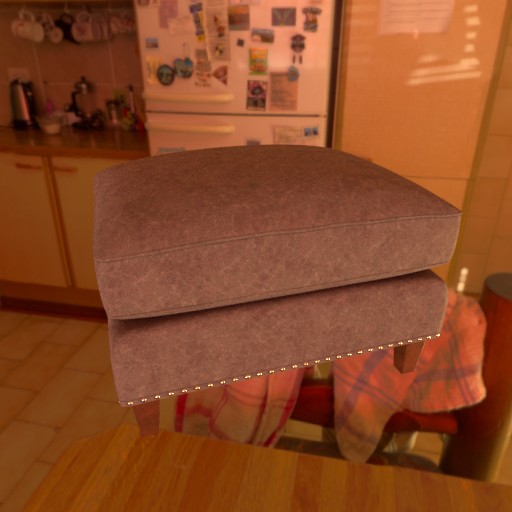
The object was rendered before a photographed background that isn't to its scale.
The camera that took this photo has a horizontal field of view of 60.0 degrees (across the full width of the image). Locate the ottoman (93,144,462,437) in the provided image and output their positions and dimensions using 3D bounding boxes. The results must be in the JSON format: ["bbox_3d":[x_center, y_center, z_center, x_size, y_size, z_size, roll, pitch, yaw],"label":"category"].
[{"bbox_3d":[0.000,0.000,1.132,0.741,0.513,0.584,-8,27,-16],"label":"ottoman"}]
